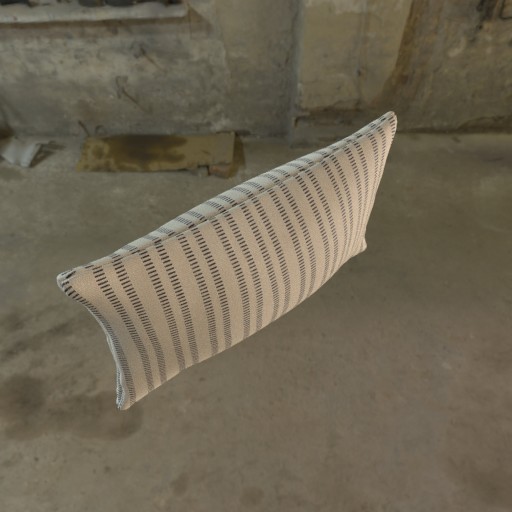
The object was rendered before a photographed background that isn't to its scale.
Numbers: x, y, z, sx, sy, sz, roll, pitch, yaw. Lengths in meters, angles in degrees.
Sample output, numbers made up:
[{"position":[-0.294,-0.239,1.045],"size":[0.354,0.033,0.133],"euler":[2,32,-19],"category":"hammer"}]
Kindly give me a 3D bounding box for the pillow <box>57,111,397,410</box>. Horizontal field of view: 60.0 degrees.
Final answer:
[{"position":[0.000,0.000,0.797],"size":[0.640,0.353,0.210],"euler":[-31,54,-25],"category":"pillow"}]
